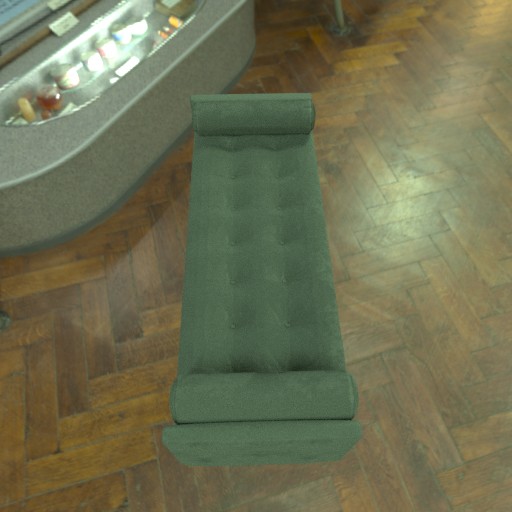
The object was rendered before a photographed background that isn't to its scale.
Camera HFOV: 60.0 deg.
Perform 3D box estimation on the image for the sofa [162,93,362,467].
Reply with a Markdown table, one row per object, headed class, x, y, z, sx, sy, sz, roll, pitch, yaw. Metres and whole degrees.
| class | x | y | z | sx | sy | sz | roll | pitch | yaw |
| --- | --- | --- | --- | --- | --- | --- | --- | --- | --- |
| sofa | 0.000 | 0.000 | 2.498 | 0.796 | 0.705 | 2.102 | -1 | 57 | -1 |
